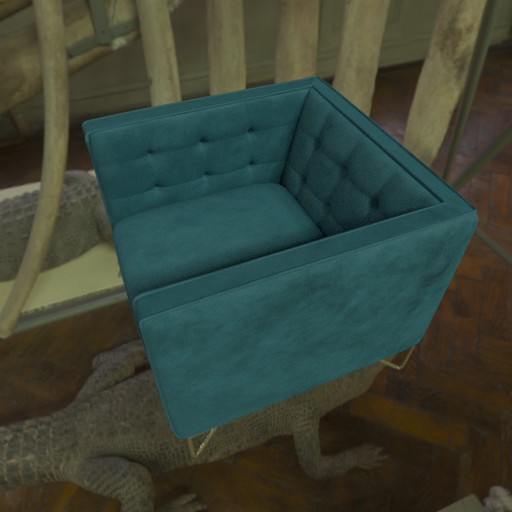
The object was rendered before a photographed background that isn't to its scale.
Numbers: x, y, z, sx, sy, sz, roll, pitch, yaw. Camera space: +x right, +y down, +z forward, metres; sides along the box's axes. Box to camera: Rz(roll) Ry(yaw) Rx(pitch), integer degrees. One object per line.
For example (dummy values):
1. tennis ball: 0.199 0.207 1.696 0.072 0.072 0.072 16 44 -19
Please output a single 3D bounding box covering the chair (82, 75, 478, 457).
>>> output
1. chair: 0.000 0.000 1.536 0.894 0.790 0.880 -17 48 -16
